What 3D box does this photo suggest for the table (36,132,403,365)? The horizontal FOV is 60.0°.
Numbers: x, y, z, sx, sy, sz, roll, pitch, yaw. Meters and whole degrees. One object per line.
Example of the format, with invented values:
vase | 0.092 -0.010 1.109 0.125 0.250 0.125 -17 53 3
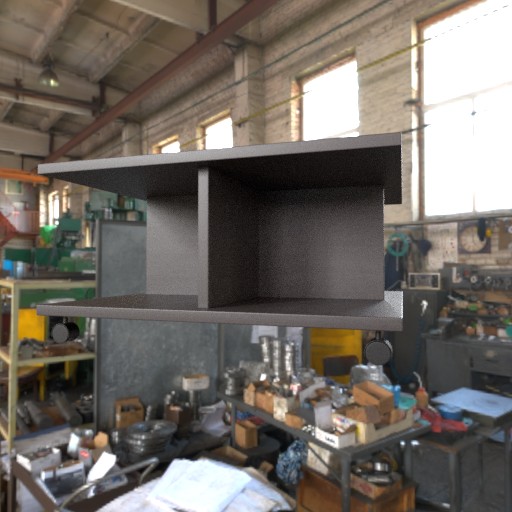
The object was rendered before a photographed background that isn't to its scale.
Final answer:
table | 0.000 0.000 1.215 0.762 0.396 0.762 0 -1 18
